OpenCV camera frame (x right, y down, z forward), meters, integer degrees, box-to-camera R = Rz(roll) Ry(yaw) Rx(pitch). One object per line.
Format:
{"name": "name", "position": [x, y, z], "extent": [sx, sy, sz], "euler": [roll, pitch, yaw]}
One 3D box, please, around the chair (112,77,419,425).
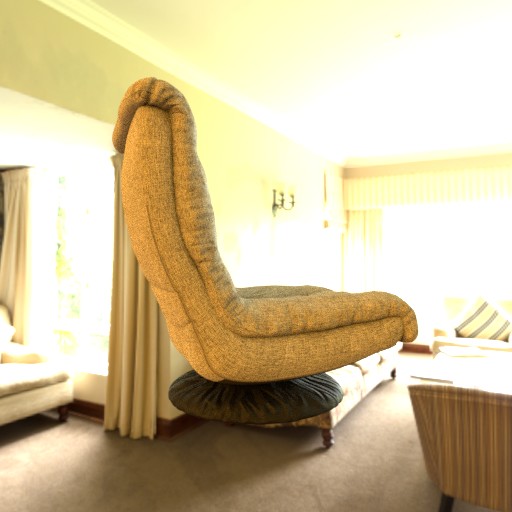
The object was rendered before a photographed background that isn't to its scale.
{"name": "chair", "position": [0.000, 0.000, 0.957], "extent": [0.583, 0.600, 0.400], "euler": [0, 0, -20]}
